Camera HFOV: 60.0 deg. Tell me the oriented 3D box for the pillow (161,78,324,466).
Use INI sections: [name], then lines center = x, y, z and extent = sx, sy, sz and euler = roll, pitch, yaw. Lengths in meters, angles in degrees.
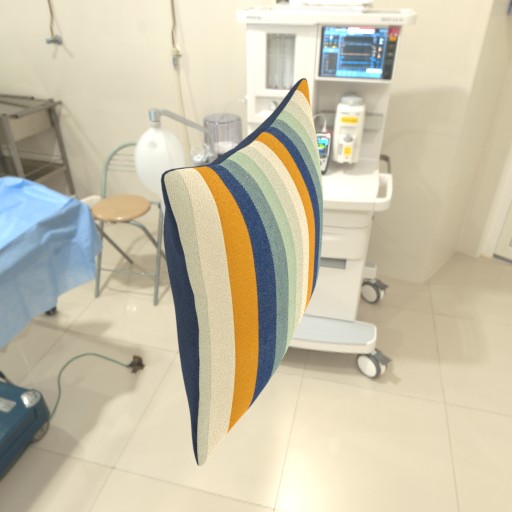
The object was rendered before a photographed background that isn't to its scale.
[pillow]
center = 0.000, 0.000, 0.706
extent = 0.173, 0.454, 0.463
euler = 12, 34, 18
